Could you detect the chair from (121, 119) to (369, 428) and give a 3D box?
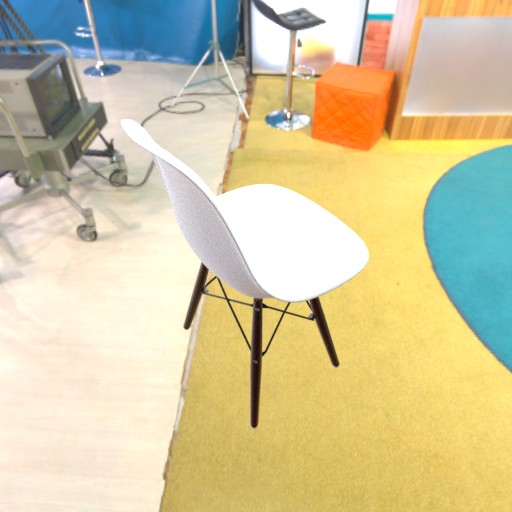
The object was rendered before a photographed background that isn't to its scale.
[{"bbox_3d":[0.000,0.000,1.163,0.533,0.826,0.470,-25,48,-26],"label":"chair"}]
